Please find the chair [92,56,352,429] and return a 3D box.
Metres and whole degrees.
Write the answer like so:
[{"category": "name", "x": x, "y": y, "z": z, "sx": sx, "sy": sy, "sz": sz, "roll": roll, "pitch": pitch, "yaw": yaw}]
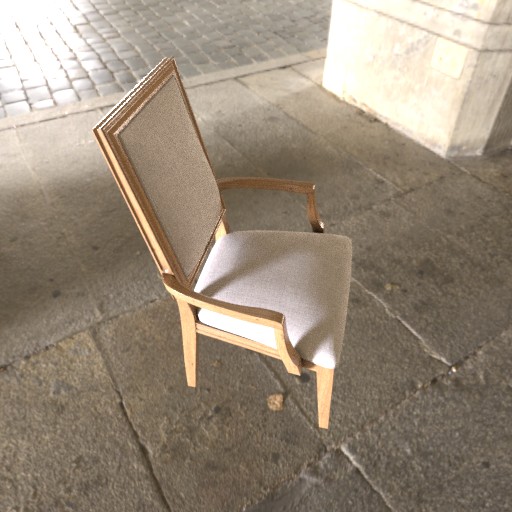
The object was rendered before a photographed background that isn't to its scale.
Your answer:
[{"category": "chair", "x": 0.000, "y": 0.000, "z": 1.347, "sx": 0.602, "sy": 0.990, "sz": 0.606, "roll": 9, "pitch": 44, "yaw": 9}]
